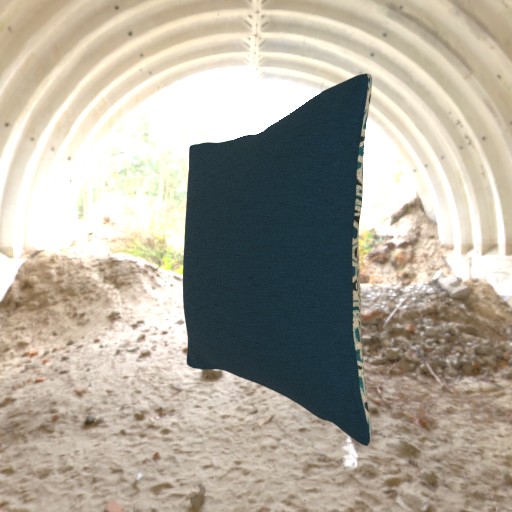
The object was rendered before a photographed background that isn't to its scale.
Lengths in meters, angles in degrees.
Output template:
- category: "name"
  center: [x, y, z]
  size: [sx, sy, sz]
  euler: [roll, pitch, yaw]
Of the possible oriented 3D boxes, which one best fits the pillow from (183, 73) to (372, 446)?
- category: "pillow"
  center: [0.000, 0.000, 0.668]
  size: [0.145, 0.420, 0.440]
  euler: [0, 0, -35]
